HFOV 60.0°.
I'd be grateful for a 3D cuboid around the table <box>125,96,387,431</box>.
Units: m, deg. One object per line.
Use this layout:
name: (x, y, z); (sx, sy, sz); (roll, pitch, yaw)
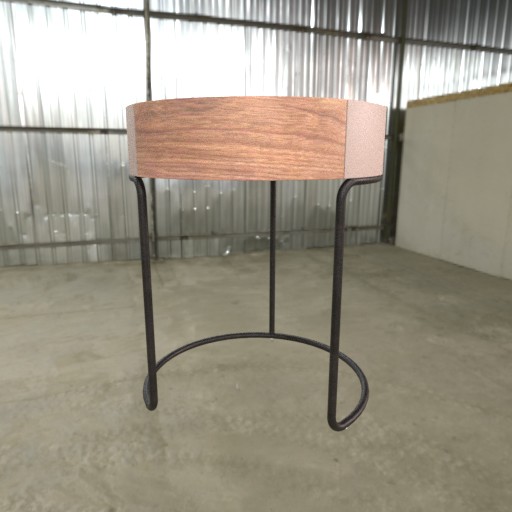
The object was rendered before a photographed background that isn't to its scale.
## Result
table: (0.000, 0.000, 0.850); (0.450, 0.530, 0.450); (0, 13, 0)
